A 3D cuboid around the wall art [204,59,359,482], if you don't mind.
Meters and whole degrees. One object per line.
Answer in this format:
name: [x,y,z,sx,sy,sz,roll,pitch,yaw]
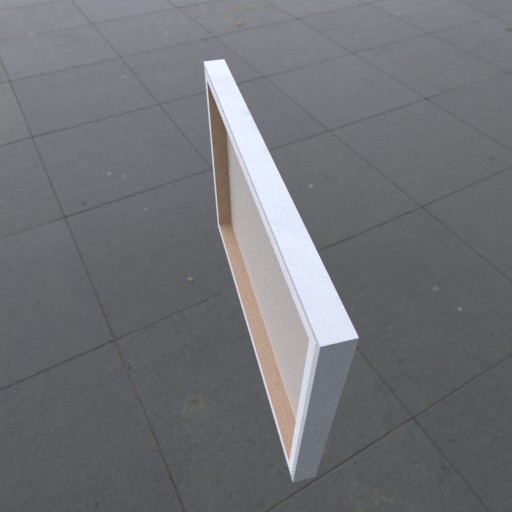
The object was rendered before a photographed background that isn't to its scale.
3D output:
wall art: [0.000,0.000,0.753,0.038,0.407,0.609,-11,48,-10]
